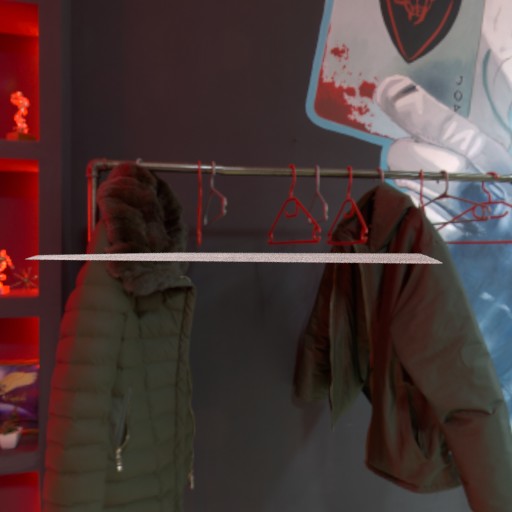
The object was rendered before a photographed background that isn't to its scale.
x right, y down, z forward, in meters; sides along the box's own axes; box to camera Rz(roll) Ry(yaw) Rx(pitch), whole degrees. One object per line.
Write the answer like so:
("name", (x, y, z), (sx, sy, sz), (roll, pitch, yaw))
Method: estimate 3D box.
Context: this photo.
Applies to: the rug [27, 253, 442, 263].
("rug", (0.000, 0.000, 3.930), (2.933, 0.027, 2.332), (0, 1, 19))
